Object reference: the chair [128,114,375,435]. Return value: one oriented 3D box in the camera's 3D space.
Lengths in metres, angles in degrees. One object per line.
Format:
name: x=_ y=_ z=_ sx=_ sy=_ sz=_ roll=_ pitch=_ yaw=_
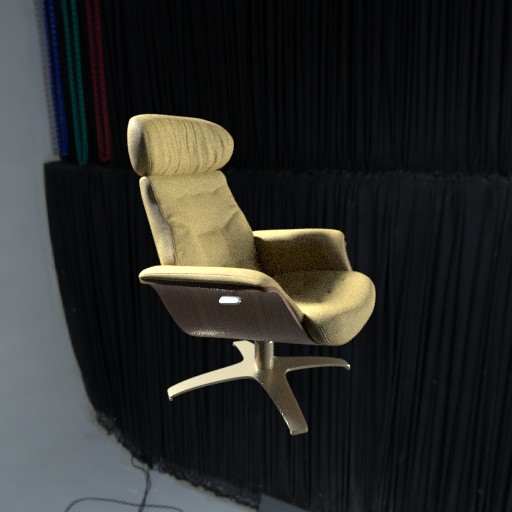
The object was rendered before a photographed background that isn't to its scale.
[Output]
chair: x=0.000 y=0.000 z=1.613 sx=0.837 sy=0.995 sz=0.785 roll=7 pitch=15 yaw=27
